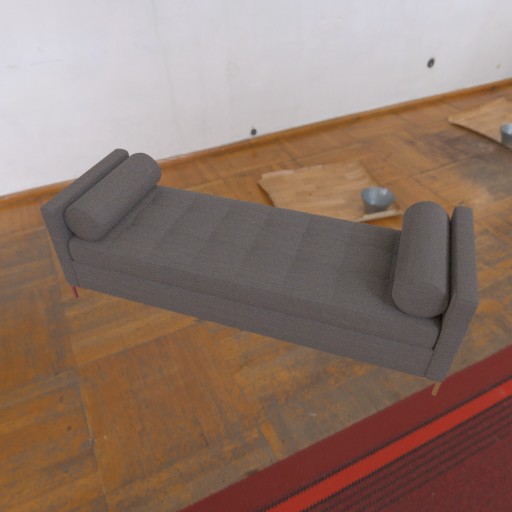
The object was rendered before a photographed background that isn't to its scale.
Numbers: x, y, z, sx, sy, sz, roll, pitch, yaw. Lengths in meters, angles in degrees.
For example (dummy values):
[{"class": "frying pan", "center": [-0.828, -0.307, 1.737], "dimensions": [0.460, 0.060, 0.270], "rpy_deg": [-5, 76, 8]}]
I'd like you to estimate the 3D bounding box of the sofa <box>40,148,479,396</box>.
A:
[{"class": "sofa", "center": [0.000, 0.000, 2.320], "dimensions": [1.981, 0.635, 0.686], "rpy_deg": [12, 41, 14]}]
